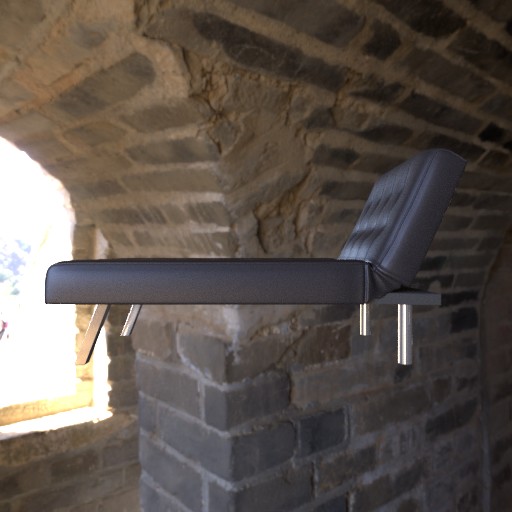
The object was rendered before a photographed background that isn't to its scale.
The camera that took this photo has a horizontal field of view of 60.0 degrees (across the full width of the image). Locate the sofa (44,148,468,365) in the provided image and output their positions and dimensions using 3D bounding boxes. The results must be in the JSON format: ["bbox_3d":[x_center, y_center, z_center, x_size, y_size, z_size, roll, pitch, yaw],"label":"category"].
[{"bbox_3d":[0.000,0.000,1.990,1.560,0.820,0.760,0,0,0],"label":"sofa"}]
